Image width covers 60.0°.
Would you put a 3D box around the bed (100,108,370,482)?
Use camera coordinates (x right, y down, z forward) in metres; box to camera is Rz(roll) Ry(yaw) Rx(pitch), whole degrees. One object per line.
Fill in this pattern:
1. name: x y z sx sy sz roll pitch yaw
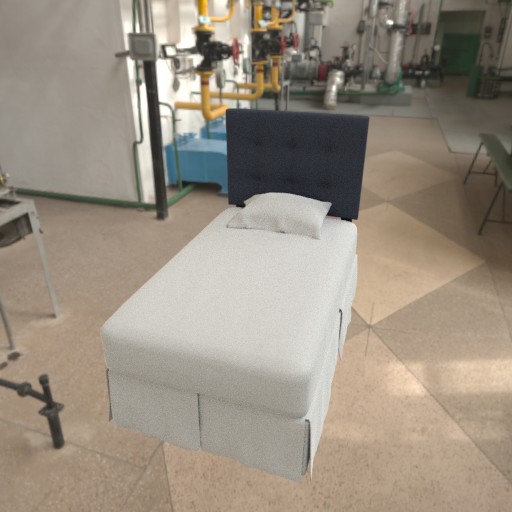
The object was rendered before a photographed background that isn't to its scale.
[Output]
1. bed: 0.000 0.000 2.980 1.261 1.571 1.997 9 29 16
